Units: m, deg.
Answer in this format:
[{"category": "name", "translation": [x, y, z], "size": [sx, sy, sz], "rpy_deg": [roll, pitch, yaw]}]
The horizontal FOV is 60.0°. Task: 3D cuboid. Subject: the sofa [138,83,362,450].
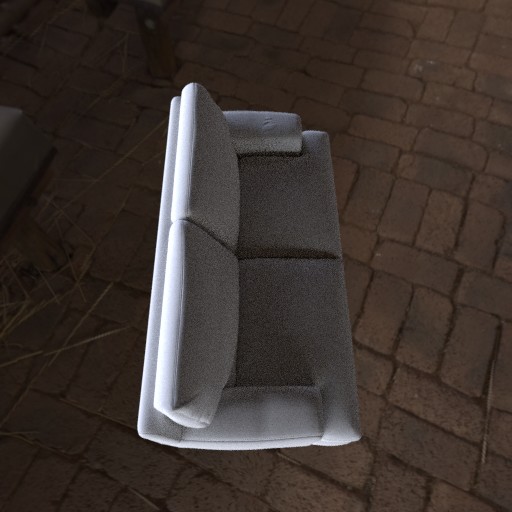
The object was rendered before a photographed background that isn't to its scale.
[{"category": "sofa", "translation": [0.000, 0.000, 2.819], "size": [1.143, 0.940, 2.261], "rpy_deg": [-1, 63, 0]}]
